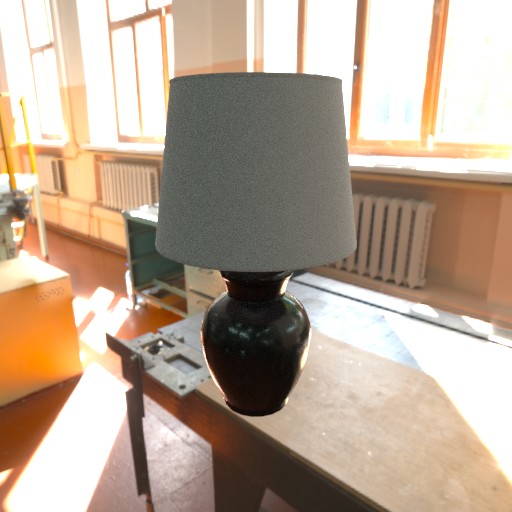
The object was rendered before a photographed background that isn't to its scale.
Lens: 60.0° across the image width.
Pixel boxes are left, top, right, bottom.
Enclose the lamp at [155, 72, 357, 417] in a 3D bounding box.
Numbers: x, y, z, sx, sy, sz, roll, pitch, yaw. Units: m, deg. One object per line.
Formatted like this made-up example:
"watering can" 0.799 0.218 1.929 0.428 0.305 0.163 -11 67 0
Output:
"lamp" 0.000 0.000 0.544 0.239 0.399 0.239 0 16 0
